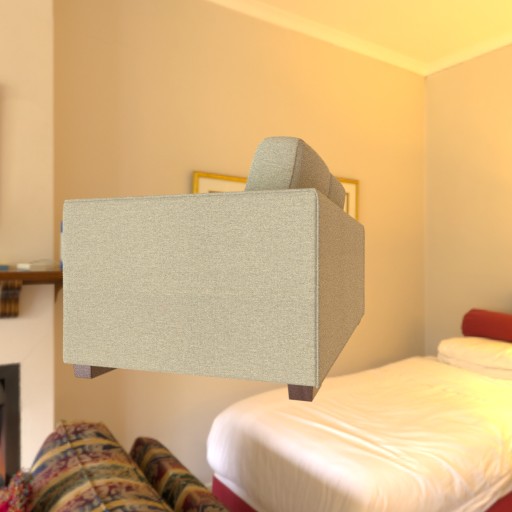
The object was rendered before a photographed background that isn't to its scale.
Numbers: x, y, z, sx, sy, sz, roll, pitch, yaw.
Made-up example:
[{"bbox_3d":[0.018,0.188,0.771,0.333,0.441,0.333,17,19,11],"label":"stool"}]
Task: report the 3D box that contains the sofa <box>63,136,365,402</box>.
[{"bbox_3d":[0.000,0.000,2.392,1.007,0.924,1.812,0,0,18],"label":"sofa"}]
